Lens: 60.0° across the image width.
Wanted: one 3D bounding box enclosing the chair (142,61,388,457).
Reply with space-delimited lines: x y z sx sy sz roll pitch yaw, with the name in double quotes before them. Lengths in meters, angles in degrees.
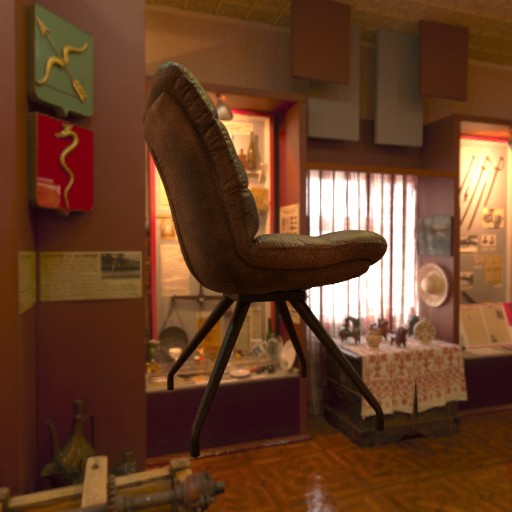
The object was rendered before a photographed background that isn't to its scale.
"chair" 0.000 0.000 1.263 0.622 0.870 0.549 0 1 -17
